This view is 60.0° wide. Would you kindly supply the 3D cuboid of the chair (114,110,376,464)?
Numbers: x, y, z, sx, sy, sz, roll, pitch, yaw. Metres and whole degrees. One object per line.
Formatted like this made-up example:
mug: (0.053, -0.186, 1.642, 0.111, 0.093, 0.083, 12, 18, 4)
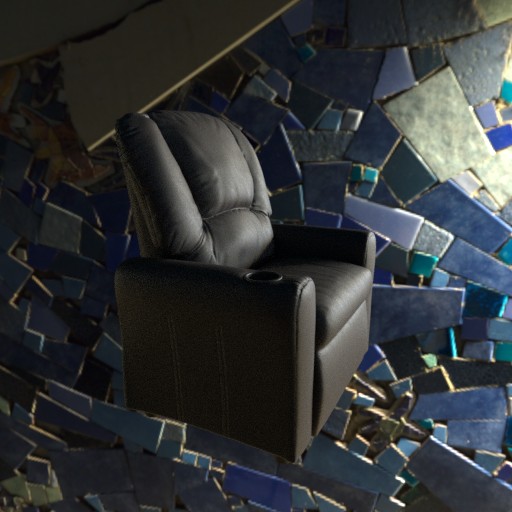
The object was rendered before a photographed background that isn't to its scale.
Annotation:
chair: (0.000, 0.000, 1.117, 0.521, 0.709, 0.610, 7, 16, 27)
